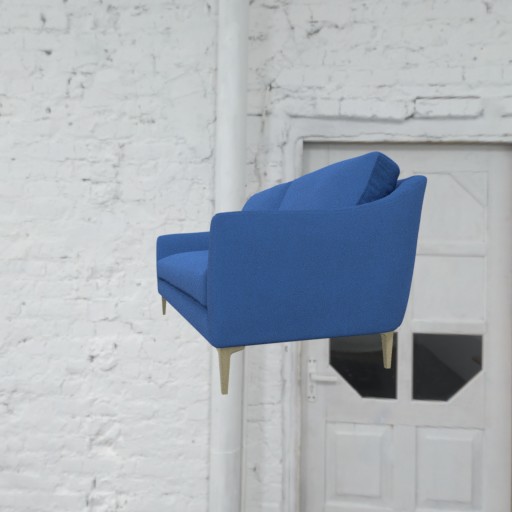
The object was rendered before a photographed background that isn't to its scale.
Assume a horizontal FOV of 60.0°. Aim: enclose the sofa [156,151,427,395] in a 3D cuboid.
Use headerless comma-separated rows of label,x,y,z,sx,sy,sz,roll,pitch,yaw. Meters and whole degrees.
sofa,0.000,0.000,2.533,0.960,0.903,2.036,0,1,-18
